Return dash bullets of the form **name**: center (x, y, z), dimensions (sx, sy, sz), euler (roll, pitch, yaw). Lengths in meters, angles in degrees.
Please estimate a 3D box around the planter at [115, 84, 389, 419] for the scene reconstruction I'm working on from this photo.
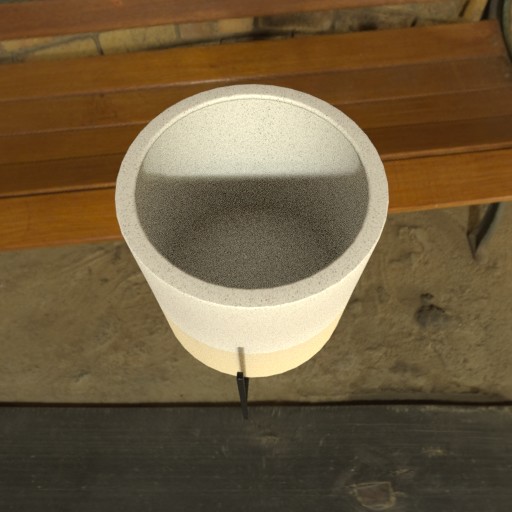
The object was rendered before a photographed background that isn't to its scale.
- **planter**: center (0.000, 0.000, 0.551), dimensions (0.267, 0.362, 0.263), euler (-35, 68, -16)
